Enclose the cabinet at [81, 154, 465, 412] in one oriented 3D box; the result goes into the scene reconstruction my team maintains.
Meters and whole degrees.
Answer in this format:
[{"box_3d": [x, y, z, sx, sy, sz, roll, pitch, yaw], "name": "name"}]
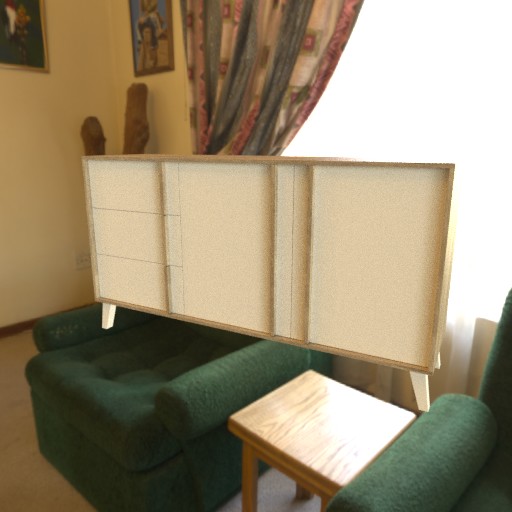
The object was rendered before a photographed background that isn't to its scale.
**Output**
[{"box_3d": [0.000, 0.000, 2.001, 1.600, 0.870, 0.450, 7, 16, 27], "name": "cabinet"}]
